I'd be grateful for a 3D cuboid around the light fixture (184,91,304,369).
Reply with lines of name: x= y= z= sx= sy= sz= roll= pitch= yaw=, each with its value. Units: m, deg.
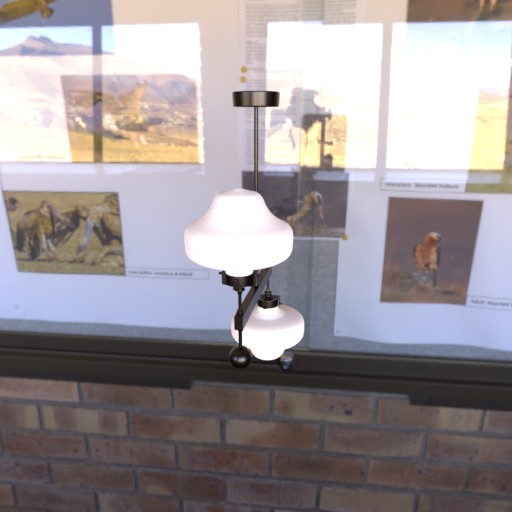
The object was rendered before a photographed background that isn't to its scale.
light fixture: x=0.000 y=0.000 z=1.070 sx=0.422 sy=0.743 sz=0.489 roll=-8 pitch=19 yaw=-24
